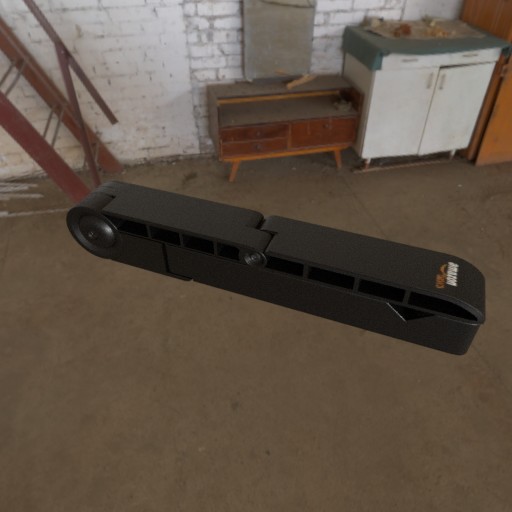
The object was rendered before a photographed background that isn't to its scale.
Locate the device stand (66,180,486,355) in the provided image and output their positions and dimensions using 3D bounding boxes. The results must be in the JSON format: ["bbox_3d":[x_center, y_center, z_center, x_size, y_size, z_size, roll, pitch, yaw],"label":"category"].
[{"bbox_3d":[0.000,0.000,0.190,0.179,0.030,0.026,14,43,16],"label":"device stand"}]
